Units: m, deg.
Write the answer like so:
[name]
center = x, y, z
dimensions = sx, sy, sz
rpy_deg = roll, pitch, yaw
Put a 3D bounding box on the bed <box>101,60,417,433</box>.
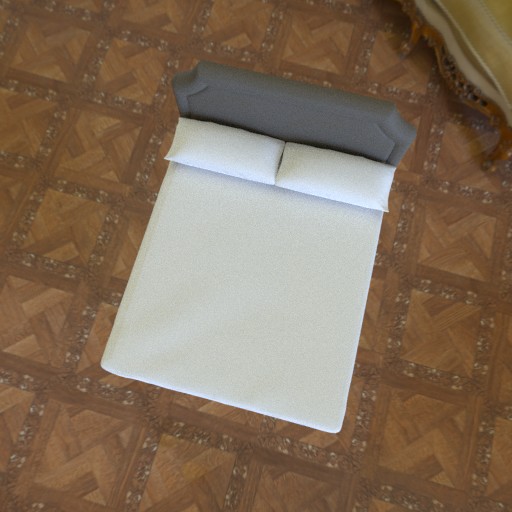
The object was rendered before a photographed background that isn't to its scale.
[bed]
center = 0.000, 0.000, 3.872
dimensions = 2.194, 1.561, 2.536
rpy_deg = 14, 75, 4
